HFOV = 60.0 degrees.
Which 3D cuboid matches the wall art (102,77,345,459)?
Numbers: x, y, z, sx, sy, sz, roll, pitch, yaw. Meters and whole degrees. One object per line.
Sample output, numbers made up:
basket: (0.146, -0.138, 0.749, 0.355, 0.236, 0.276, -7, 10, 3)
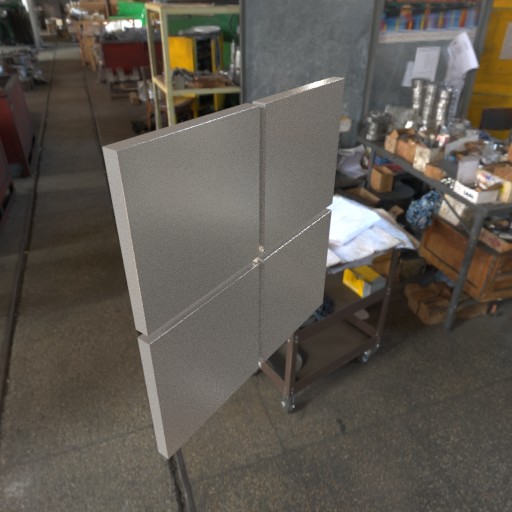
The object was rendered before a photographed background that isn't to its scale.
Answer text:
wall art: (0.000, 0.000, 0.915, 0.029, 0.611, 0.611, 21, 37, 30)
